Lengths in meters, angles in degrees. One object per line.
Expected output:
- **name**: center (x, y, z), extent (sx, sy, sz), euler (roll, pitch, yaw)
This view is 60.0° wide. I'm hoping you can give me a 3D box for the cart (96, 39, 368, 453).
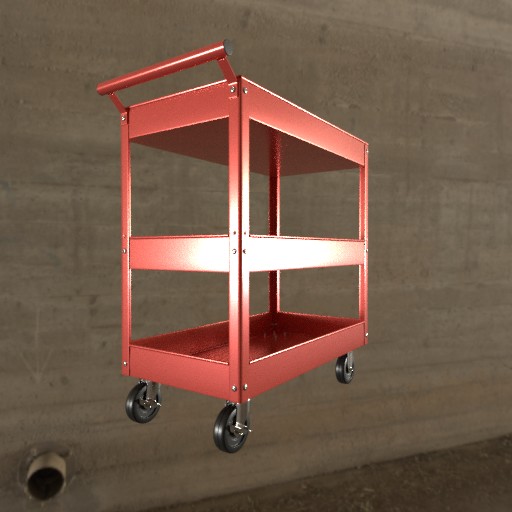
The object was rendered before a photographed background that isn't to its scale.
- **cart**: center (0.000, 0.000, 1.181), extent (0.366, 0.780, 0.719), euler (1, 1, 35)
